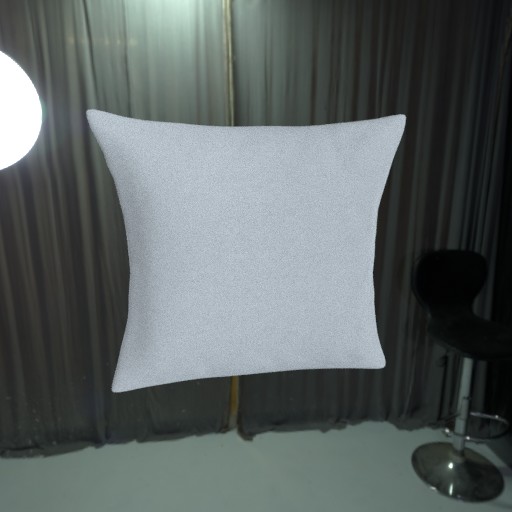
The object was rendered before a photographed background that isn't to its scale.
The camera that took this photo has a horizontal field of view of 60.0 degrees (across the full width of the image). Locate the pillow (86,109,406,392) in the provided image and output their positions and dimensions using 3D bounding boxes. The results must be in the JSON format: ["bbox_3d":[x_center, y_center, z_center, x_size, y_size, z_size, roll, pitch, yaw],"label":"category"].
[{"bbox_3d":[0.000,0.000,0.819,0.552,0.508,0.166,-2,14,-10],"label":"pillow"}]
